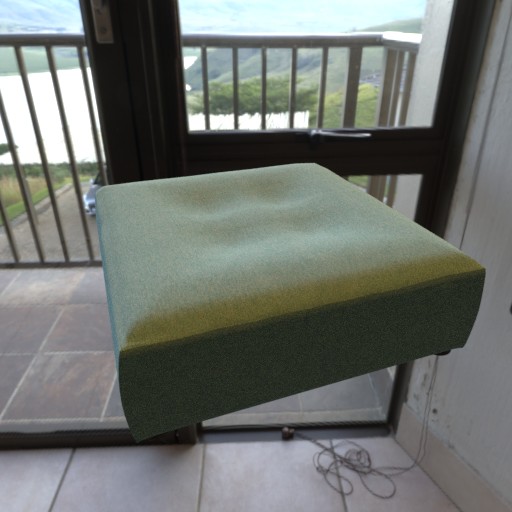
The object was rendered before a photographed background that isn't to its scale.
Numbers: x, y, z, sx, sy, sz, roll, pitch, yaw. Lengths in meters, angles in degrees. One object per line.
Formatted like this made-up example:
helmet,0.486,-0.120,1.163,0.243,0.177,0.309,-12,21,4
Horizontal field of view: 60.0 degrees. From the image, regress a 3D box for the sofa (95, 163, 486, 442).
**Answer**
sofa,0.000,0.000,1.420,0.930,0.330,0.930,-10,31,-18
